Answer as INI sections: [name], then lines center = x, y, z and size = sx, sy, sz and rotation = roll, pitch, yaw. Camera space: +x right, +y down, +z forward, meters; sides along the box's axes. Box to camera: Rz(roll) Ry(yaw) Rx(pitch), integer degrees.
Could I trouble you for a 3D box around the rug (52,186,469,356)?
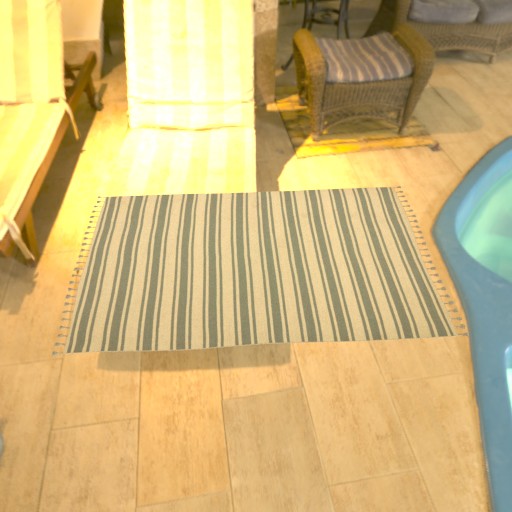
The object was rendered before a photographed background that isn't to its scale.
[rug]
center = 0.000, 0.000, 2.591
size = 2.084, 0.009, 1.222
rotation = -2, 46, -2
